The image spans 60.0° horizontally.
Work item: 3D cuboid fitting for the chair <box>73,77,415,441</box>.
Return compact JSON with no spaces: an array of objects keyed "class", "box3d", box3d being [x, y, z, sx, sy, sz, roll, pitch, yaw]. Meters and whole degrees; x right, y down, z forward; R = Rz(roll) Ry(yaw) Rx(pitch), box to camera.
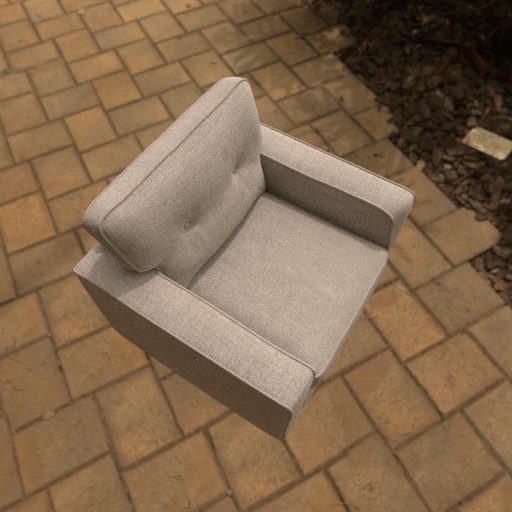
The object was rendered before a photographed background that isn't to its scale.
[{"class":"chair","box3d":[0.000,0.000,1.800,0.939,0.965,1.015,29,63,16]}]
